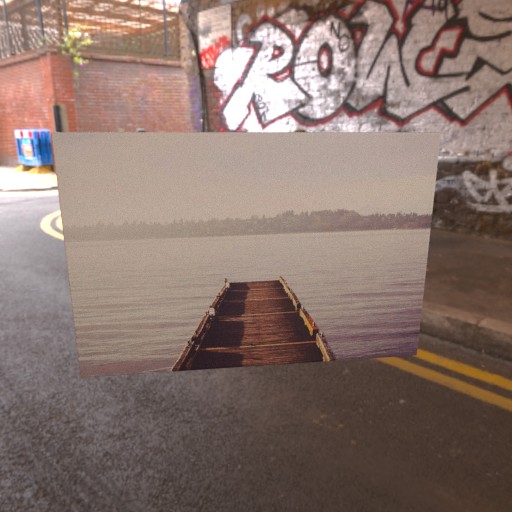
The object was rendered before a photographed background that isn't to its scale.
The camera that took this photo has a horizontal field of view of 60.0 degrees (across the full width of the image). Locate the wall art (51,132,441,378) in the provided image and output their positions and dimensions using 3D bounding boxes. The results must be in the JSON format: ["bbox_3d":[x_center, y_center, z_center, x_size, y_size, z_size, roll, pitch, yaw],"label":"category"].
[{"bbox_3d":[0.000,0.000,0.760,0.615,0.410,0.021,-2,16,-7],"label":"wall art"}]
